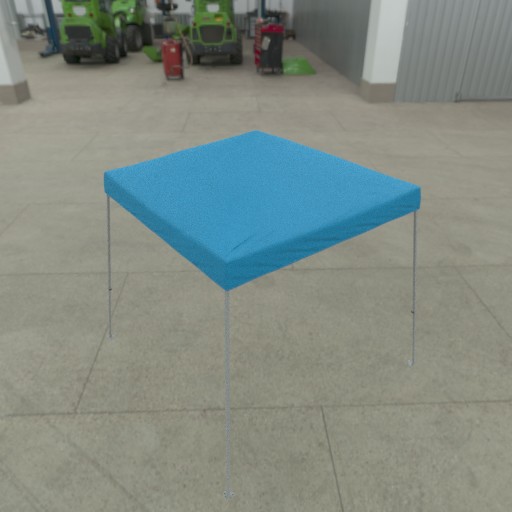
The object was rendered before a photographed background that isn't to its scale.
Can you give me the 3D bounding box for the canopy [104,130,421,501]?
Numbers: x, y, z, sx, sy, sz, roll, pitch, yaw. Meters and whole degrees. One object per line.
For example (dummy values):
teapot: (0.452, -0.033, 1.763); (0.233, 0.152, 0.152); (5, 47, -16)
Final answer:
canopy: (0.000, 0.000, 5.053); (2.850, 2.850, 2.849); (-21, 37, -32)
